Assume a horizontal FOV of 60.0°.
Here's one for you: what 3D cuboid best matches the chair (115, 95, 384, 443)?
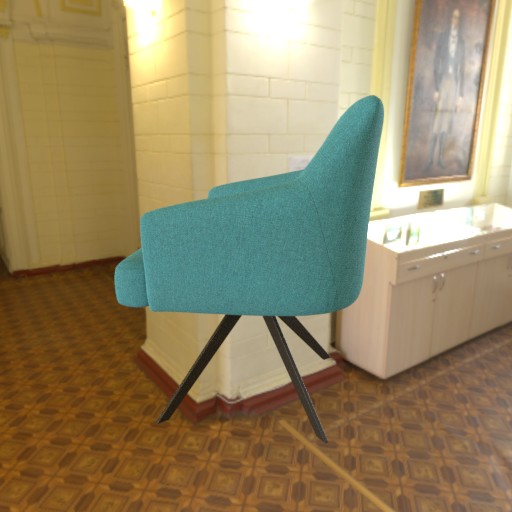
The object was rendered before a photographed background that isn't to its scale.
[{"bbox_3d":[0.000,0.000,1.336,0.677,0.874,0.642,3,15,10],"label":"chair"}]
